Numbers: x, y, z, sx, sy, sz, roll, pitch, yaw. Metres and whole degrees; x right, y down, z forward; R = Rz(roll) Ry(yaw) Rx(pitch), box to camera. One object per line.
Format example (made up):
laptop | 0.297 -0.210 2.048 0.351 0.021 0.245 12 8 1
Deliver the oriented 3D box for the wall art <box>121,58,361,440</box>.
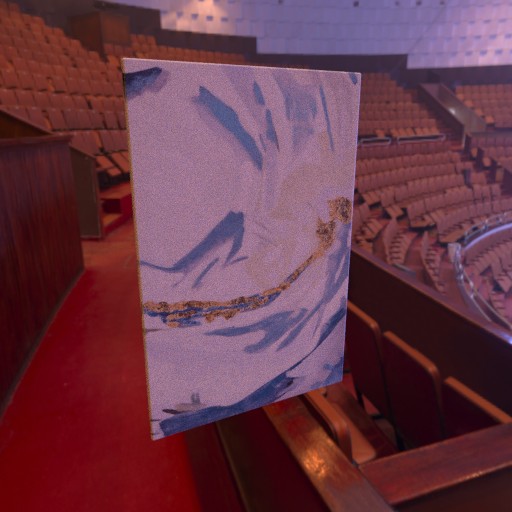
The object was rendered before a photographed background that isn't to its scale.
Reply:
wall art | 0.000 0.000 1.155 0.610 0.914 0.016 -8 19 -26
